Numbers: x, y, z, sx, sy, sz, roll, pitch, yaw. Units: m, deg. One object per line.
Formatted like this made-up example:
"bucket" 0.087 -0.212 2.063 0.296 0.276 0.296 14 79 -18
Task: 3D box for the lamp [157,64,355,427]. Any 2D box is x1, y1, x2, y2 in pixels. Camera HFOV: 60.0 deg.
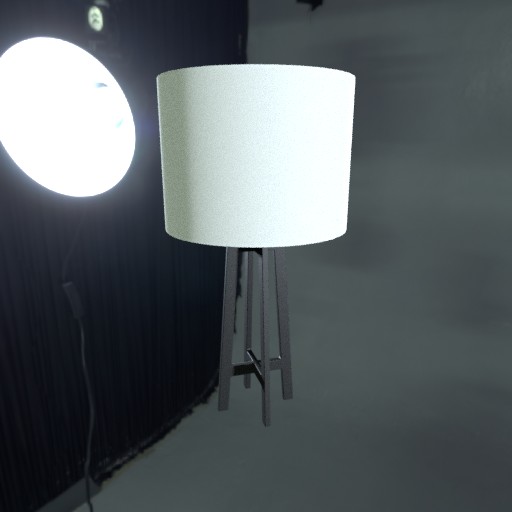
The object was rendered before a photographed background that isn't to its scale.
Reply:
"lamp" 0.000 0.000 0.648 0.257 0.489 0.257 8 17 27
